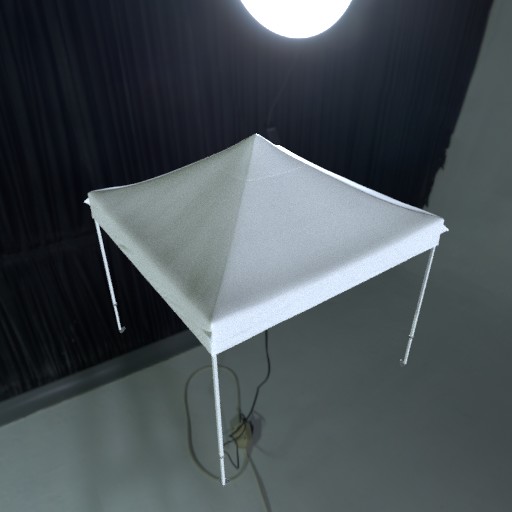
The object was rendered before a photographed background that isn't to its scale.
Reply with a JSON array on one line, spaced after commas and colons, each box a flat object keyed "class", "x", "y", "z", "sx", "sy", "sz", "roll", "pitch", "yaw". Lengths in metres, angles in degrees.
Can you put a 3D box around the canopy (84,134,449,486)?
[{"class": "canopy", "x": 0.000, "y": 0.000, "z": 5.394, "sx": 2.994, "sy": 2.998, "sz": 2.996, "roll": -21, "pitch": 38, "yaw": -29}]
